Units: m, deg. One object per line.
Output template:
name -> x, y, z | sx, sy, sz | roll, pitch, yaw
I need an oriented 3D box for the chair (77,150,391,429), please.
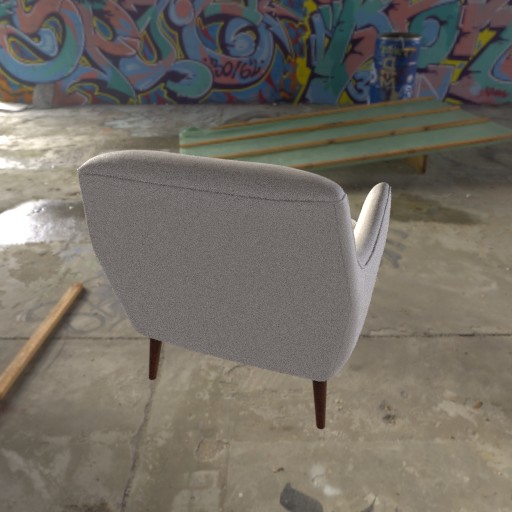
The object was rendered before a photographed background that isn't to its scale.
chair -> 0.000, 0.000, 1.424 | 0.762, 0.838, 0.787 | 10, 32, 17
